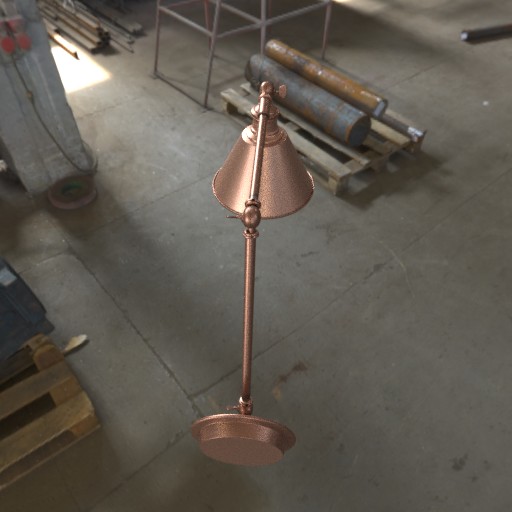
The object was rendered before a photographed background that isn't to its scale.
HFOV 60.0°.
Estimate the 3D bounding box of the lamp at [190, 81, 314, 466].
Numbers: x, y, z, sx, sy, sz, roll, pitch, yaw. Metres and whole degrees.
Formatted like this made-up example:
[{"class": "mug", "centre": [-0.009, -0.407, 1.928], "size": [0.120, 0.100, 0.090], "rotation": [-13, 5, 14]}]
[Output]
[{"class": "lamp", "centre": [0.000, 0.000, 0.855], "size": [0.223, 0.502, 0.624], "rotation": [3, 48, 3]}]
